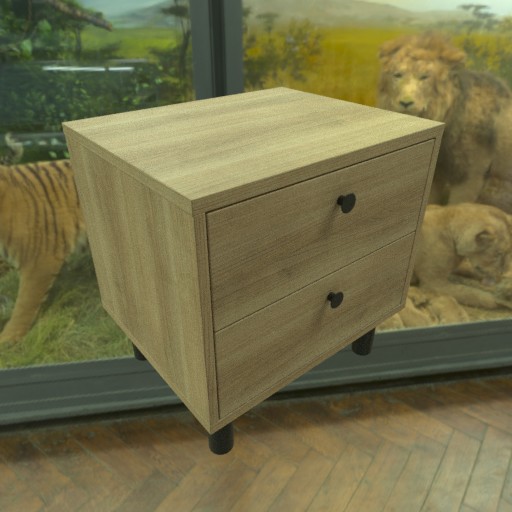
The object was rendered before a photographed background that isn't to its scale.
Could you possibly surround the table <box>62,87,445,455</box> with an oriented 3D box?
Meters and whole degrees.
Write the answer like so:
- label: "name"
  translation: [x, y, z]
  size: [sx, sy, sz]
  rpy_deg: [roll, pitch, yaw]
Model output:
- label: "table"
  translation: [0.000, 0.000, 0.779]
  size: [0.445, 0.460, 0.380]
  rpy_deg: [-23, 38, -33]
